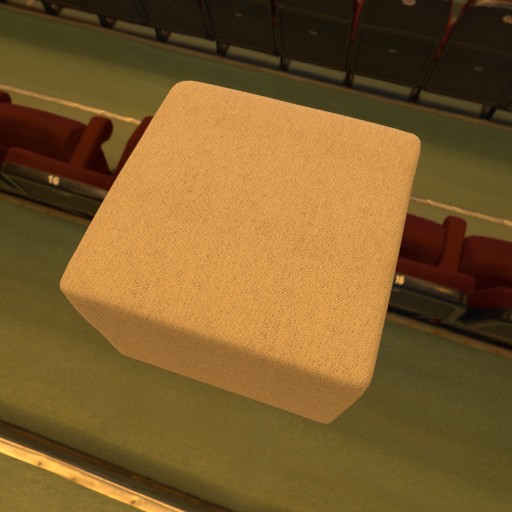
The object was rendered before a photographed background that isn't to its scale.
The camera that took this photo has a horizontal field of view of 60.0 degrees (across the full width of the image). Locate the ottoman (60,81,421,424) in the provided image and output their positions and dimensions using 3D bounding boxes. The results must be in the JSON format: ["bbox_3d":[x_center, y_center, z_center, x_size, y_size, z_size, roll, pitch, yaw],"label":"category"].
[{"bbox_3d":[0.000,0.000,0.944,0.521,0.453,0.512,16,64,8],"label":"ottoman"}]
